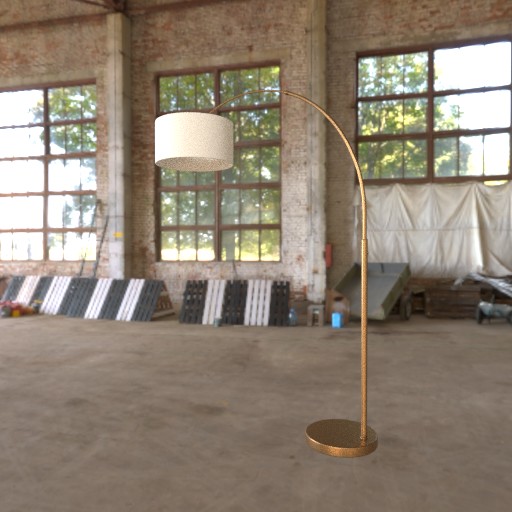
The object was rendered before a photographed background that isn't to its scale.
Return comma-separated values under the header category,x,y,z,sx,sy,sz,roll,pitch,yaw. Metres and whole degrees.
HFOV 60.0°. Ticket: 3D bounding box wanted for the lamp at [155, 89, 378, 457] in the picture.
category,x,y,z,sx,sy,sz,roll,pitch,yaw
lamp,0.000,0.000,2.593,1.434,1.927,0.493,1,1,33
